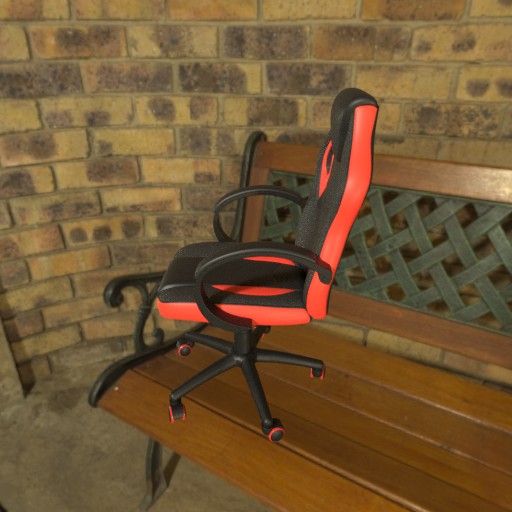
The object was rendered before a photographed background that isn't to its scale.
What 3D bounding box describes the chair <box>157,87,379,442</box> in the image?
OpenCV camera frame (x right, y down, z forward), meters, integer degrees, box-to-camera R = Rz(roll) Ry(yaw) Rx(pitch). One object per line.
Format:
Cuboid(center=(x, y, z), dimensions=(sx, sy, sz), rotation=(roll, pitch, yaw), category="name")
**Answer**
Cuboid(center=(0.000, 0.000, 1.429), dimensions=(0.642, 1.016, 0.600), rotation=(0, 26, 1), category="chair")
